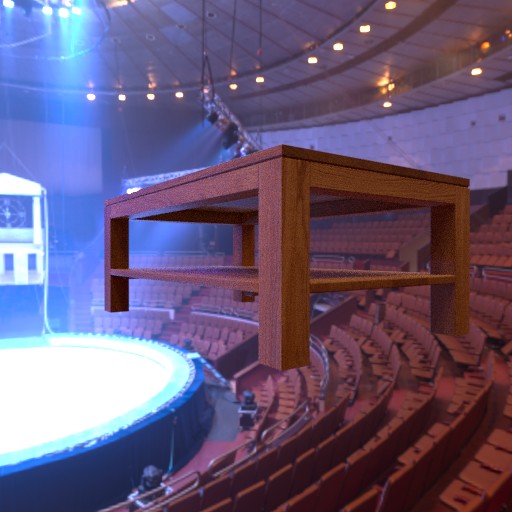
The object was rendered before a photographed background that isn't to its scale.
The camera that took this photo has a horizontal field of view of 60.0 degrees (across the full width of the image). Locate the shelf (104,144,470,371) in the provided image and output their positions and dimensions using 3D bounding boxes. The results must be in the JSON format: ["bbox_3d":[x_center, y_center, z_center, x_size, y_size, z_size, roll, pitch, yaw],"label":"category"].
[{"bbox_3d":[0.000,0.000,1.548,0.700,0.450,1.150,0,0,-36],"label":"shelf"}]
